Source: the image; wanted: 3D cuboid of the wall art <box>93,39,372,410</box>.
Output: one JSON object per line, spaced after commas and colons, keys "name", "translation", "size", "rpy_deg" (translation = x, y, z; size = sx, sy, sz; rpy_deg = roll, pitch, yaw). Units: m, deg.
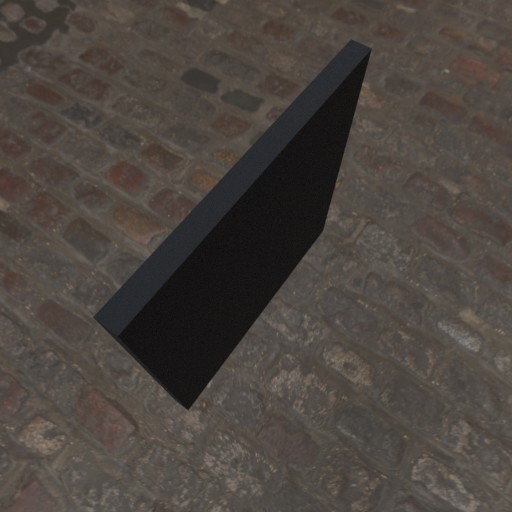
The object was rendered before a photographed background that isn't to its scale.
{"name": "wall art", "translation": [0.000, 0.000, 0.685], "size": [0.030, 0.458, 0.462], "rpy_deg": [33, 68, 15]}
